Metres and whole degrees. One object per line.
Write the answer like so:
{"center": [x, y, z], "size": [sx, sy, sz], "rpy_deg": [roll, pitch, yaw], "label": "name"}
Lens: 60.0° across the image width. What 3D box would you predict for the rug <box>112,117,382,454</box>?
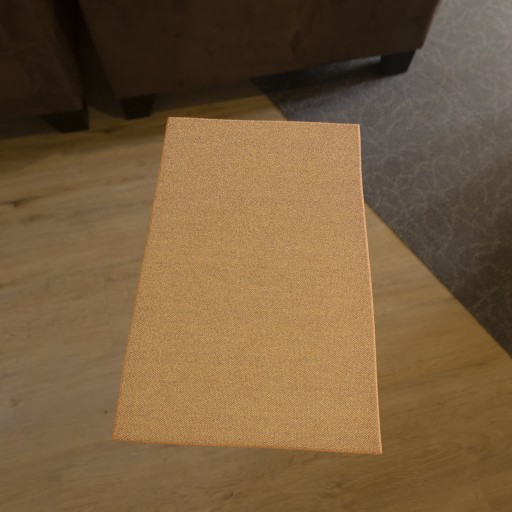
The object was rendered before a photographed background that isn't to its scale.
{"center": [0.000, 0.000, 2.105], "size": [1.078, 0.013, 1.678], "rpy_deg": [2, 64, 1], "label": "rug"}
